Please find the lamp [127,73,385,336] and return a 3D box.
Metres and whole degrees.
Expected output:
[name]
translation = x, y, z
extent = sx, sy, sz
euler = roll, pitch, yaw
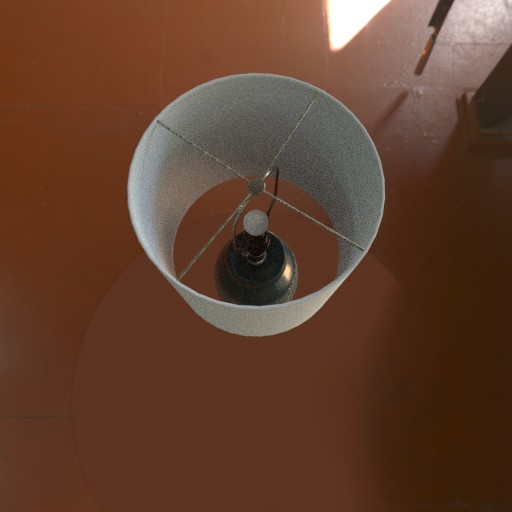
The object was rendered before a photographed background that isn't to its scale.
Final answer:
[lamp]
translation = 0.000, 0.000, 0.590
extent = 0.217, 0.453, 0.217
euler = 33, 77, 9
